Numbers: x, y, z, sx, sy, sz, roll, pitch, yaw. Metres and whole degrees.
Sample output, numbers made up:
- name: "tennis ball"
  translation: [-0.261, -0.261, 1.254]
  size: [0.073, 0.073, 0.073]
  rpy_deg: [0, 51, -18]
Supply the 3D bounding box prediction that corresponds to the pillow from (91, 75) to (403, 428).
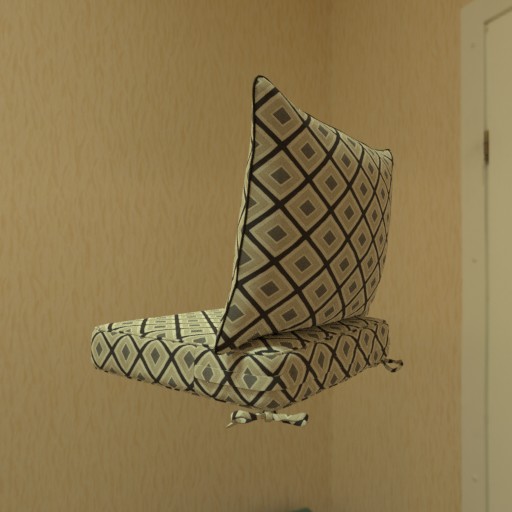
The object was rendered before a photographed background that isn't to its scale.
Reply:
- name: "pillow"
  translation: [0.000, 0.000, 1.350]
  size: [0.733, 0.722, 0.798]
  rpy_deg: [0, -1, 37]
